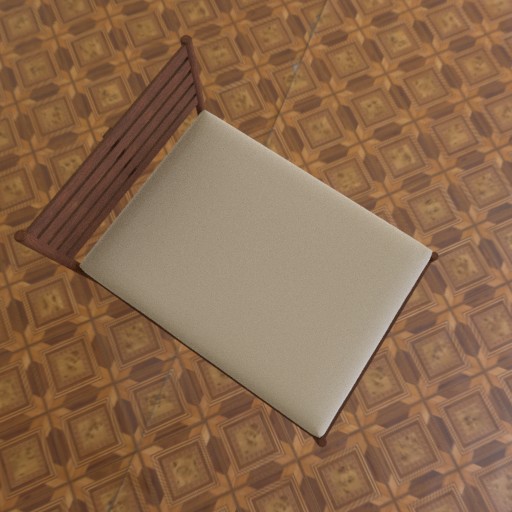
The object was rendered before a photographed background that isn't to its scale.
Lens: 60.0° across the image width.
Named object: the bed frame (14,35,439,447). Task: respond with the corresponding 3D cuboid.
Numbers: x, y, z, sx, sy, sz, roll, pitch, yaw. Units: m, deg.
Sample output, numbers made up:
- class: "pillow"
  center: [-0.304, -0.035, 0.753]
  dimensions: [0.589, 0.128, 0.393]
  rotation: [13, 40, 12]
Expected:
- class: "bed frame"
  center: [0.000, 0.000, 3.158]
  dimensions: [2.234, 1.321, 1.655]
  rotation: [34, 78, 8]
